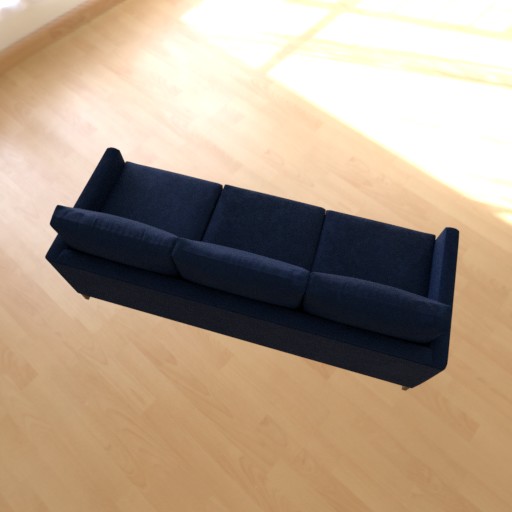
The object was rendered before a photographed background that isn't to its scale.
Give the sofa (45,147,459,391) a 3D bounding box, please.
[{"bbox_3d":[0.000,0.000,2.684,2.252,0.879,0.875,15,63,7],"label":"sofa"}]
